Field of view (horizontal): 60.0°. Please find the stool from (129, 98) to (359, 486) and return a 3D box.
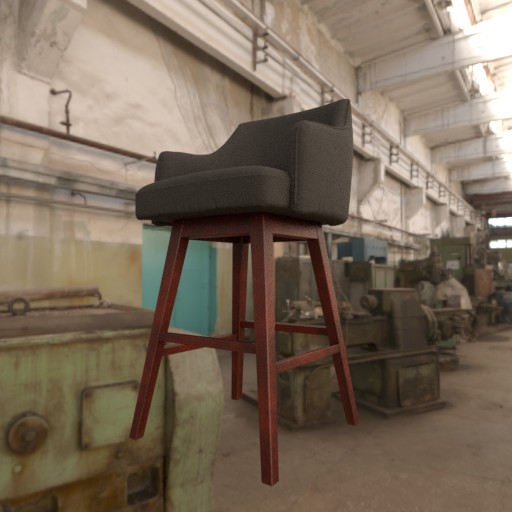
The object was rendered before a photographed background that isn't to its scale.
[{"bbox_3d":[0.000,0.000,1.325,0.548,1.012,0.558,-1,-2,36],"label":"stool"}]
